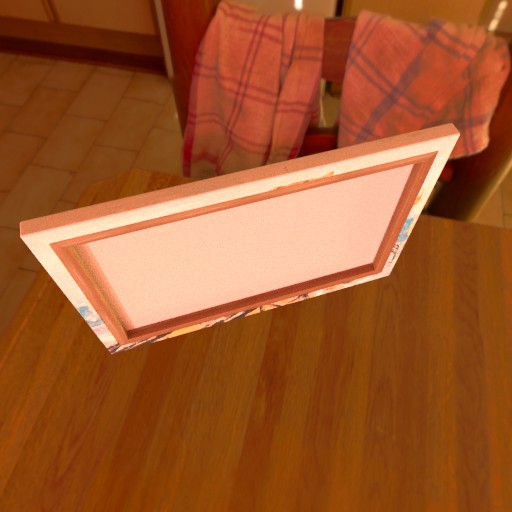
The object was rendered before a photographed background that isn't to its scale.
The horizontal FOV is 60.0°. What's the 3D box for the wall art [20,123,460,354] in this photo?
[{"bbox_3d":[0.000,0.000,1.146,0.913,0.609,0.038,-15,59,-9],"label":"wall art"}]
